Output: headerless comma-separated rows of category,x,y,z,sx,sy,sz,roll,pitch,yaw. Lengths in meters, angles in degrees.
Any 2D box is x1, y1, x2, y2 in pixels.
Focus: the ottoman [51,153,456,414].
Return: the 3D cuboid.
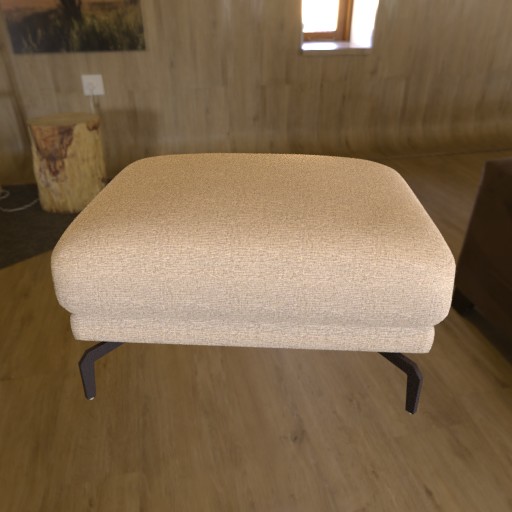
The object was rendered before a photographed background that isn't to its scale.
ottoman,0.000,0.000,1.077,0.772,0.420,0.568,2,30,3
